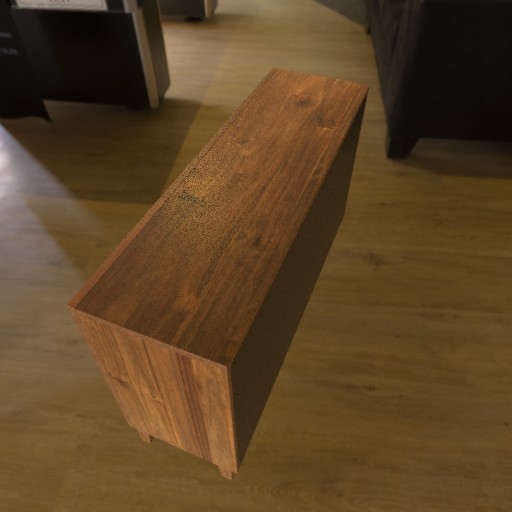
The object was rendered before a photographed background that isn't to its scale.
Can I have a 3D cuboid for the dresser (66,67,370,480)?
[{"bbox_3d":[0.000,0.000,1.778,0.446,0.873,1.400,17,49,15],"label":"dresser"}]
